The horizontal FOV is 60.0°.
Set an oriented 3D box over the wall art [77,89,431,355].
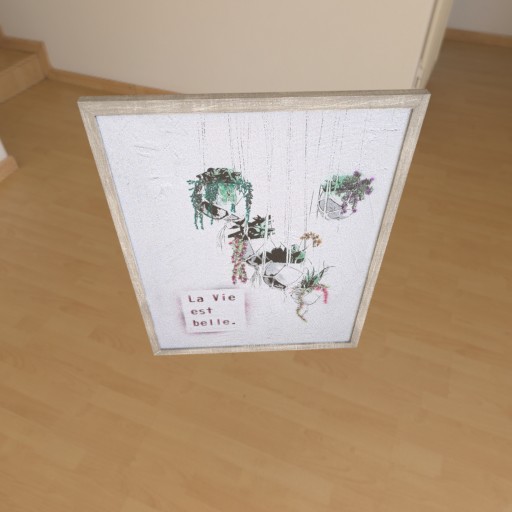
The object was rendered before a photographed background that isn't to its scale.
[{"bbox_3d":[0.000,0.000,1.351,0.781,1.022,0.035,-2,46,-2],"label":"wall art"}]
